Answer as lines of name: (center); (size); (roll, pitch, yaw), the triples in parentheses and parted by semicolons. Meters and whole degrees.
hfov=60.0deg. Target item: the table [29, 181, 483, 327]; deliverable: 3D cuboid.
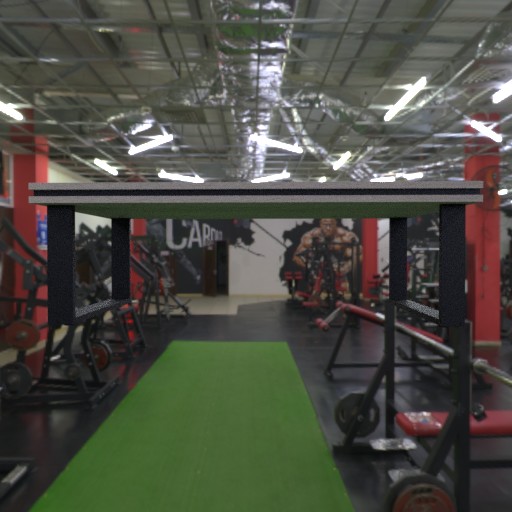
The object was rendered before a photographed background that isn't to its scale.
table: (0.000, 0.000, 1.669); (1.350, 0.450, 0.700); (0, 1, 2)
